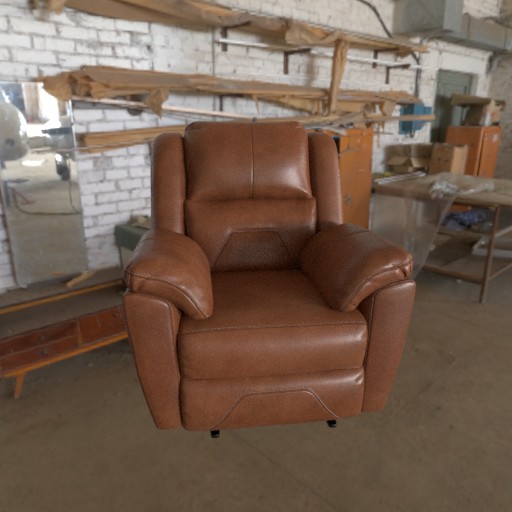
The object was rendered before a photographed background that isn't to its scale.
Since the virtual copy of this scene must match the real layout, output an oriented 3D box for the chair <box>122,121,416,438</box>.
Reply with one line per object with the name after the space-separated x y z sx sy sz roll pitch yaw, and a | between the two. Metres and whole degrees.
0.000 0.000 1.894 0.990 1.093 1.041 -2 18 -7 | chair
